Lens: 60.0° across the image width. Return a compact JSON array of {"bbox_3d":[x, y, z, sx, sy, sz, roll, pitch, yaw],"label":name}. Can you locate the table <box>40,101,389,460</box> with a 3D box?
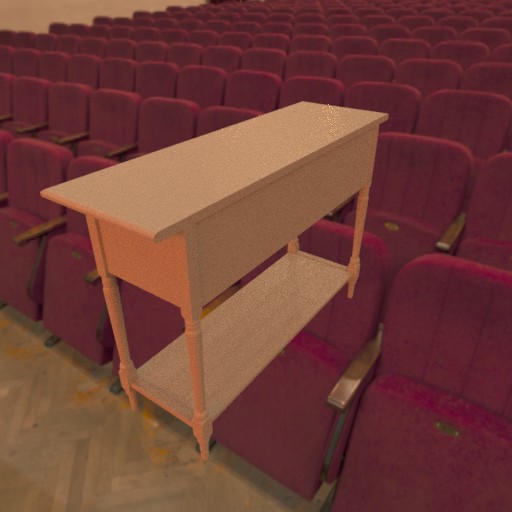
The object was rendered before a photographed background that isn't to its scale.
[{"bbox_3d":[0.000,0.000,1.560,0.384,0.808,1.197,20,36,30],"label":"table"}]
